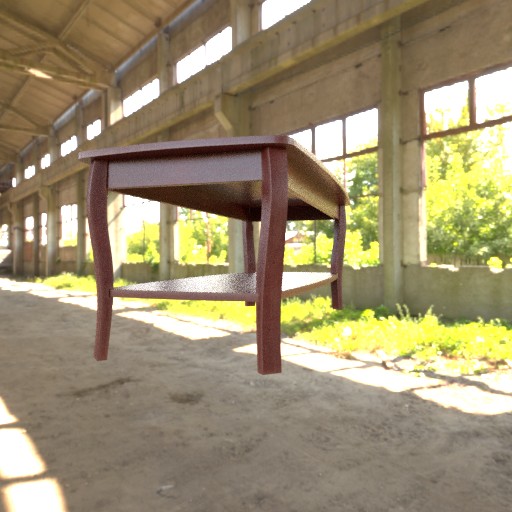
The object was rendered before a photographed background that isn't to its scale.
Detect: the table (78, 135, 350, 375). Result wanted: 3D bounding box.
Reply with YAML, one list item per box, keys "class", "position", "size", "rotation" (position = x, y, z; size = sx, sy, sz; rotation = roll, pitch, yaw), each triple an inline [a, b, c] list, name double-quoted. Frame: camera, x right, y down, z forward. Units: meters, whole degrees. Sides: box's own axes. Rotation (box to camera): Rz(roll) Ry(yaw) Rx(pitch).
- class: "table"
  position: [0.000, 0.000, 1.491]
  size: [0.561, 0.473, 1.216]
  rotation: [0, 0, 18]
